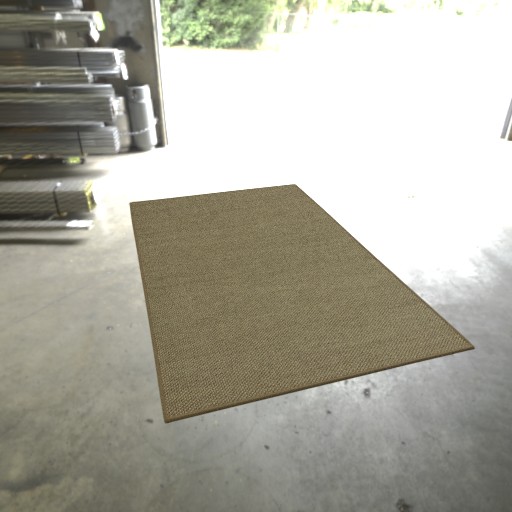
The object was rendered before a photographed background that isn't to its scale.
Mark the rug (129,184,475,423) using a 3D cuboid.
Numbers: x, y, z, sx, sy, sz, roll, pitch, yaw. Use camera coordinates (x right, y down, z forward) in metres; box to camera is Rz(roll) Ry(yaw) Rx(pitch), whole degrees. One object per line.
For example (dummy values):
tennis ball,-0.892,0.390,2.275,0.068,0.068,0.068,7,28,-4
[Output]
rug,0.000,0.000,2.073,1.062,0.013,1.667,-9,31,-15
